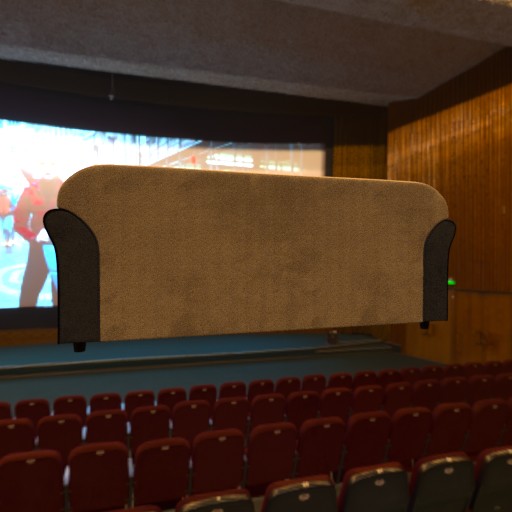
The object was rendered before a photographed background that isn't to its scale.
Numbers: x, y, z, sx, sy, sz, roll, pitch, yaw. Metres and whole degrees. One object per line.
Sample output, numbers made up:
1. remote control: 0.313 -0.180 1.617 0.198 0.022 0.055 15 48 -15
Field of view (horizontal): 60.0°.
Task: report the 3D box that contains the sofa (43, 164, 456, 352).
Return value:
1. sofa: 0.000 0.000 2.405 2.006 0.789 0.749 0 1 -18
